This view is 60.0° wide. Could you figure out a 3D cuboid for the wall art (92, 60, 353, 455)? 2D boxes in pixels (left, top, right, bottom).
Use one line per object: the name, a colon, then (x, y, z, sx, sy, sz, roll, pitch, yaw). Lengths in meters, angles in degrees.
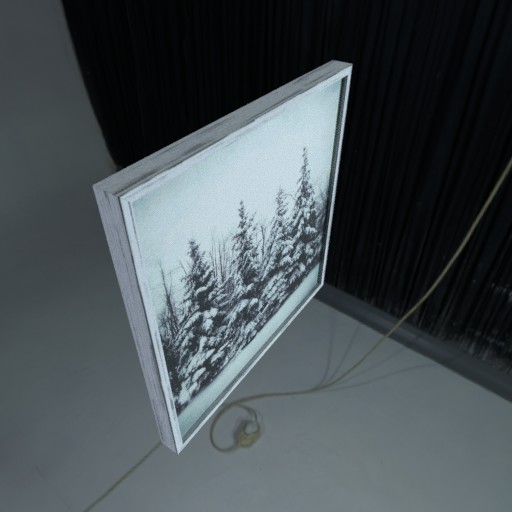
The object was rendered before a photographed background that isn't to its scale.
wall art: (0.000, 0.000, 0.748, 0.038, 0.506, 0.506, 24, 45, 26)
